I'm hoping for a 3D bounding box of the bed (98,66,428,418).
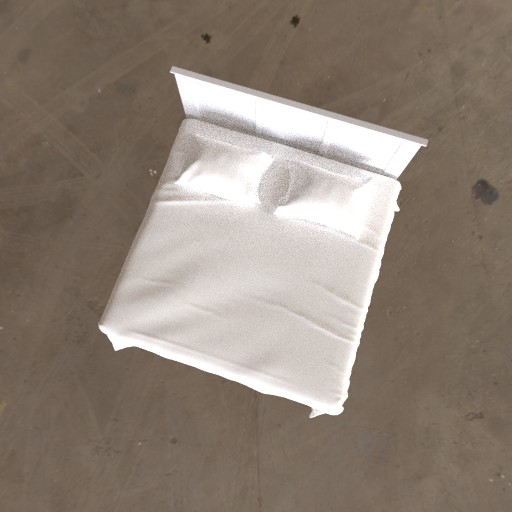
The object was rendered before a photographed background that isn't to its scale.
[{"bbox_3d":[0.000,0.000,3.673,2.317,1.273,2.215,18,76,4],"label":"bed"}]
